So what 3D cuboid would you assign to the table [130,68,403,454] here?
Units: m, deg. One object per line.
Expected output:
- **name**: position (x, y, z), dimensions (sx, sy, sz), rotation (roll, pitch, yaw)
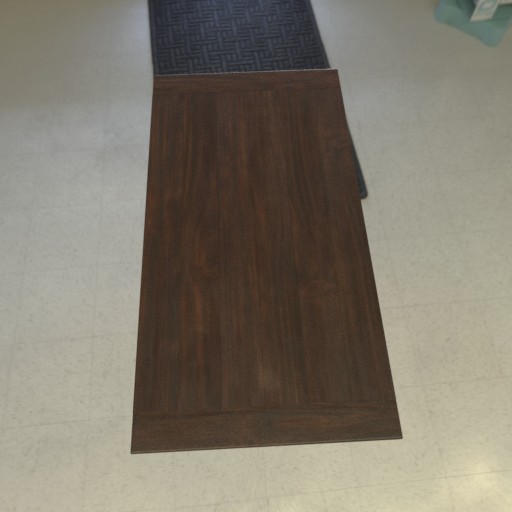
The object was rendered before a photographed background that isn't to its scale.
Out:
- **table**: position (0.000, 0.000, 1.587), dimensions (0.700, 0.494, 1.270), rotation (-3, 65, -1)
